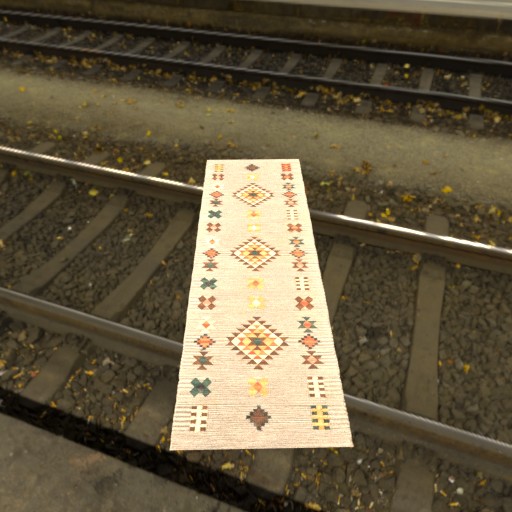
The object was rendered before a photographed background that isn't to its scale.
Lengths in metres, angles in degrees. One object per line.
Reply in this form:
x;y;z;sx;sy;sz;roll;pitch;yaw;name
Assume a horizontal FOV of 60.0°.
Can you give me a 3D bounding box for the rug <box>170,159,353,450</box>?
0.000;0.000;2.754;0.766;0.008;2.432;-1;41;-1;rug
